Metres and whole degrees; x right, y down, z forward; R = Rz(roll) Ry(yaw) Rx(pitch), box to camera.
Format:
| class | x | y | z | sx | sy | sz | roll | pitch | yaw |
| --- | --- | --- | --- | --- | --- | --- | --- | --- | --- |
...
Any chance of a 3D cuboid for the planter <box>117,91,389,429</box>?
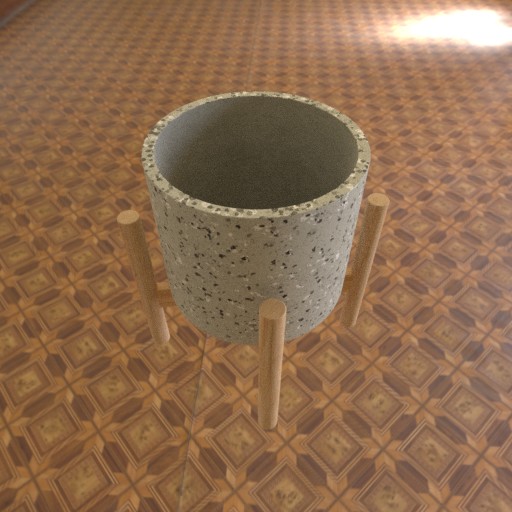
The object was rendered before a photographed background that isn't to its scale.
| class | x | y | z | sx | sy | sz | roll | pitch | yaw |
| --- | --- | --- | --- | --- | --- | --- | --- | --- | --- |
| planter | 0.000 | 0.000 | 0.552 | 0.284 | 0.320 | 0.284 | 12 | 47 | 11 |
